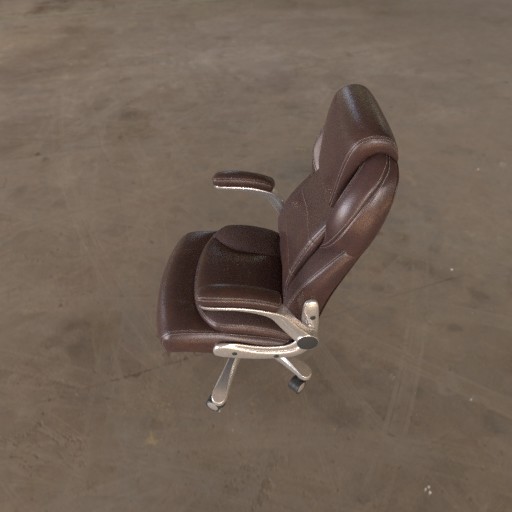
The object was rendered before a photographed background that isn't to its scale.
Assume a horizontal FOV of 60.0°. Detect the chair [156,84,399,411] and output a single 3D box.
[{"bbox_3d":[0.000,0.000,1.652,0.774,1.160,0.733,0,41,0],"label":"chair"}]
